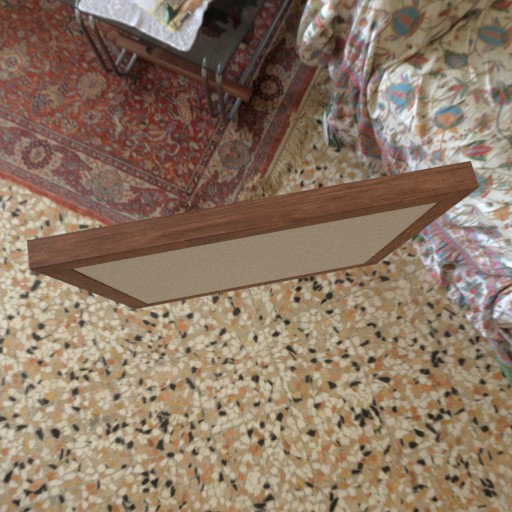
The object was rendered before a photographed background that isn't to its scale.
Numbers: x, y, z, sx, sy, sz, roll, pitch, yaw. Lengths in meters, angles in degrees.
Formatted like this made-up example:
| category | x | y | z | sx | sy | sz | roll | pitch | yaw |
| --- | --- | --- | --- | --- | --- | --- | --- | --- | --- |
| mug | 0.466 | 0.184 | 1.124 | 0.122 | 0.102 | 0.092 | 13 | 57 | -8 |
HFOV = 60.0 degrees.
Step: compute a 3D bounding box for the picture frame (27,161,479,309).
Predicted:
| category | x | y | z | sx | sy | sz | roll | pitch | yaw |
| --- | --- | --- | --- | --- | --- | --- | --- | --- | --- |
| picture frame | 0.000 | 0.000 | 0.532 | 0.381 | 0.330 | 0.025 | -10 | 78 | -2 |
